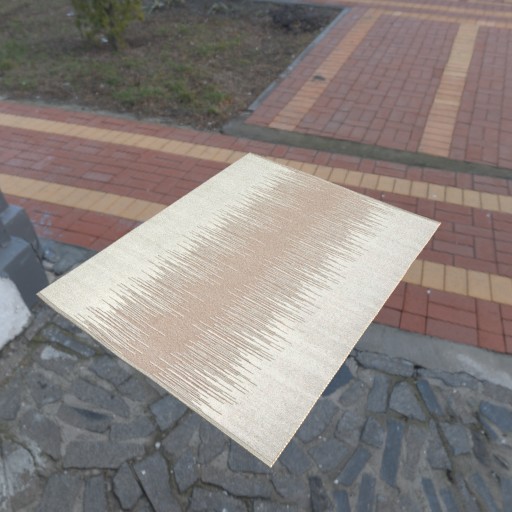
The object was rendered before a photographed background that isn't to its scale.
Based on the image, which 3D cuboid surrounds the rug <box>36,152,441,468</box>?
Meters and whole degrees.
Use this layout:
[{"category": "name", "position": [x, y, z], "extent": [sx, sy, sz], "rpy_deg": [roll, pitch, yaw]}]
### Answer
[{"category": "rug", "position": [0.000, 0.000, 4.142], "extent": [2.438, 0.013, 3.048], "rpy_deg": [26, 48, 26]}]
